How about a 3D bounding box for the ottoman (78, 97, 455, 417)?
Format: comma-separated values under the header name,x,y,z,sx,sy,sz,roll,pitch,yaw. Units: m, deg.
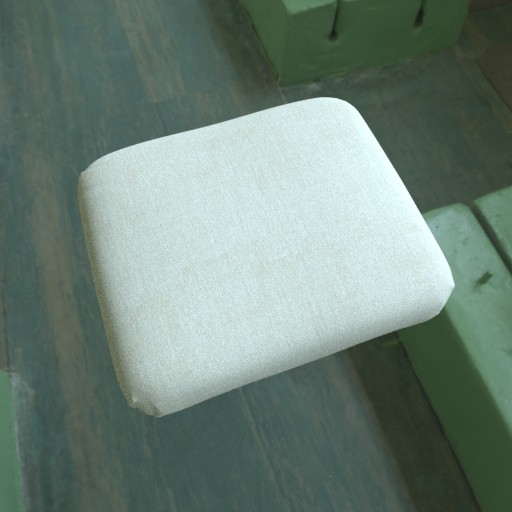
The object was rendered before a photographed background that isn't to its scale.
name,x,y,z,sx,sy,sz,roll,pitch,yaw
ottoman,0.000,0.000,1.128,0.747,0.450,0.622,-18,66,-8
